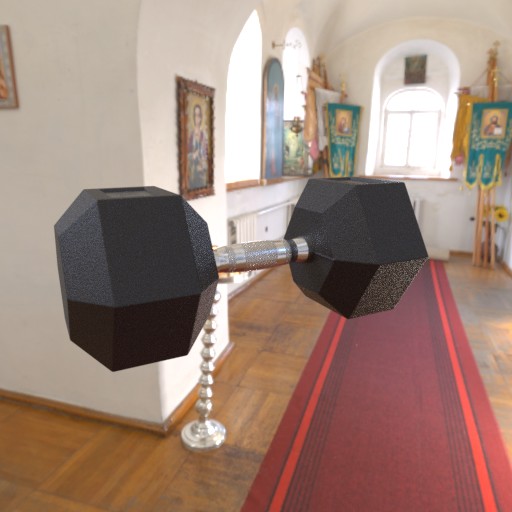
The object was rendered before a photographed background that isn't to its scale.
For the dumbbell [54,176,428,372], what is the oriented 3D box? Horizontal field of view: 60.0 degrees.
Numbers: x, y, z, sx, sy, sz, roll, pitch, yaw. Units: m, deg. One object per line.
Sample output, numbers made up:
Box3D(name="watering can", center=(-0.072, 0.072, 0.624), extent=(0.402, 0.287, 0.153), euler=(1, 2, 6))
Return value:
Box3D(name="dumbbell", center=(0.000, 0.000, 0.335), extent=(0.271, 0.106, 0.122), euler=(-7, 16, -26))
